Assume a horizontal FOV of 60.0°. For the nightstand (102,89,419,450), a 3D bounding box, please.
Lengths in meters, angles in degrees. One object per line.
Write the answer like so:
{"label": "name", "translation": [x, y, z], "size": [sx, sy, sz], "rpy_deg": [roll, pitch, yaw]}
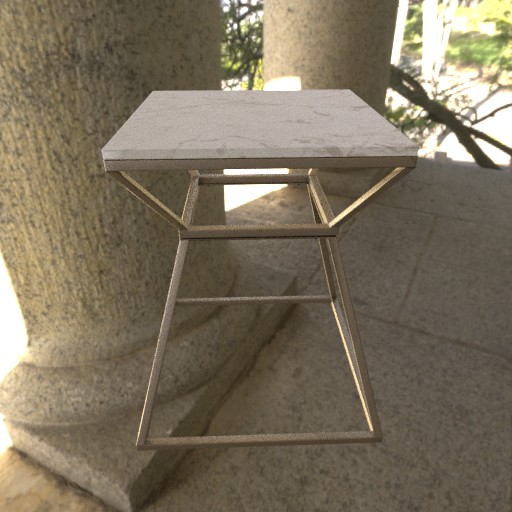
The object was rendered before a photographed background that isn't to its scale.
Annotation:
{"label": "nightstand", "translation": [0.000, 0.000, 0.877], "size": [0.455, 0.554, 0.455], "rpy_deg": [-1, 30, -2]}
